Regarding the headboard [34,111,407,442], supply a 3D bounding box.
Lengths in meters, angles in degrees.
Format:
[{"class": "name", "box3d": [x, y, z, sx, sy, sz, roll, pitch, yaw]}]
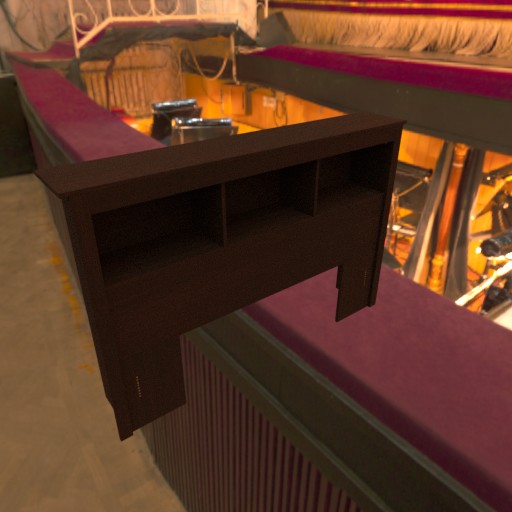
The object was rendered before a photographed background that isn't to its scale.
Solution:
[{"class": "headboard", "box3d": [0.000, 0.000, 2.101, 1.671, 1.092, 0.279, -20, 35, -32]}]
